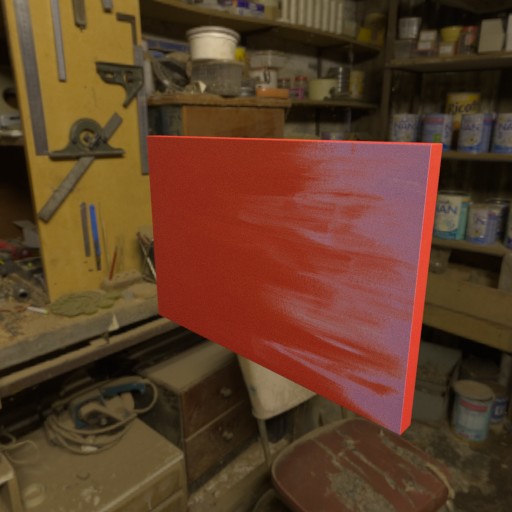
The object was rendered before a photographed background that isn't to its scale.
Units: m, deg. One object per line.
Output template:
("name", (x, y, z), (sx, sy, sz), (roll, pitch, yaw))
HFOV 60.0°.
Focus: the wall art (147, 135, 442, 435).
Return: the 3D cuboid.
("wall art", (0.000, 0.000, 0.792), (0.607, 0.405, 0.033), (15, 22, 42))
